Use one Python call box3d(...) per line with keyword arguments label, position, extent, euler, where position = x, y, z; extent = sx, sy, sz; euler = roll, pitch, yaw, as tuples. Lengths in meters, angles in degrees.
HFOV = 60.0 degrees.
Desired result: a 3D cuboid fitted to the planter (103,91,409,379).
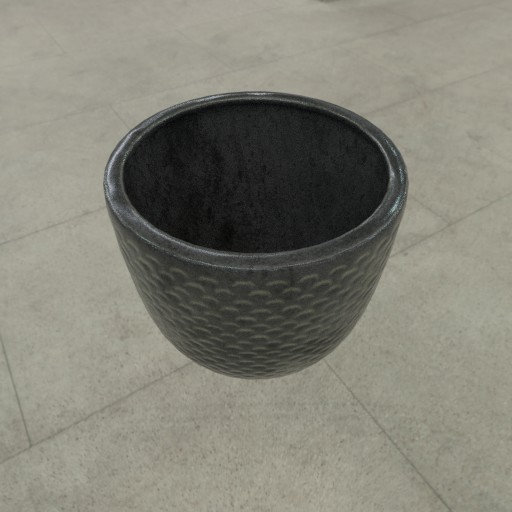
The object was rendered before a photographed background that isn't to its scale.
box3d(label="planter", position=(0.000, 0.000, 0.309), extent=(0.172, 0.160, 0.172), euler=(0, 46, 0))
